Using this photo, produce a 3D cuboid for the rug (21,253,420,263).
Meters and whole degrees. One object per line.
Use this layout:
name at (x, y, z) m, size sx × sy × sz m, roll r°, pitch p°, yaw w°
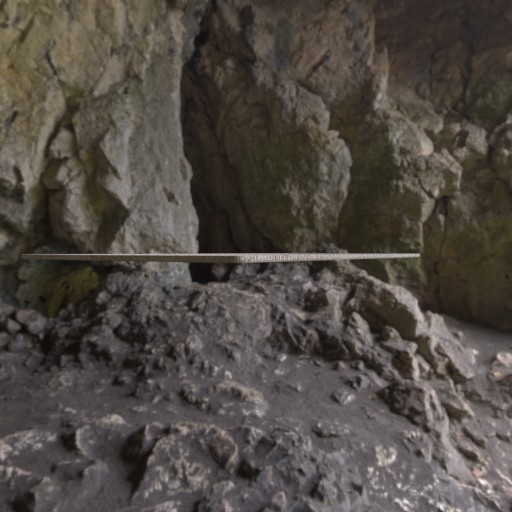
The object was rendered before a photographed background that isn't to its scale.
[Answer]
rug at (0.000, 0.000, 2.935) m, size 1.500 × 0.026 × 2.349 m, roll 0°, pitch 1°, yaw 35°
